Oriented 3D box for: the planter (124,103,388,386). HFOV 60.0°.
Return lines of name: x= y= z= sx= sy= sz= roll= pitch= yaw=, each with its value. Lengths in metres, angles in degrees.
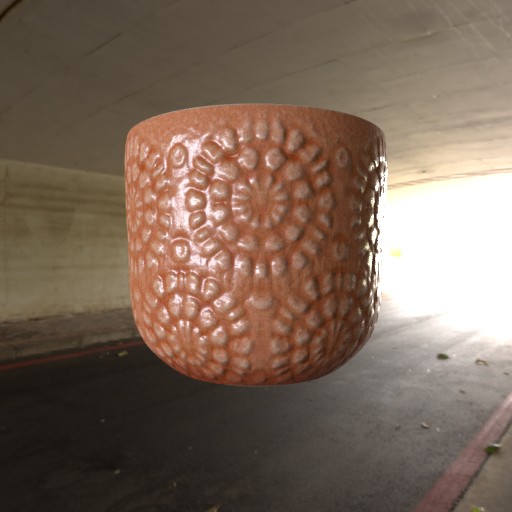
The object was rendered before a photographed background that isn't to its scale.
planter: x=0.000 y=0.000 z=0.218 sx=0.124 sy=0.109 sz=0.124 roll=0 pitch=0 yaw=0
